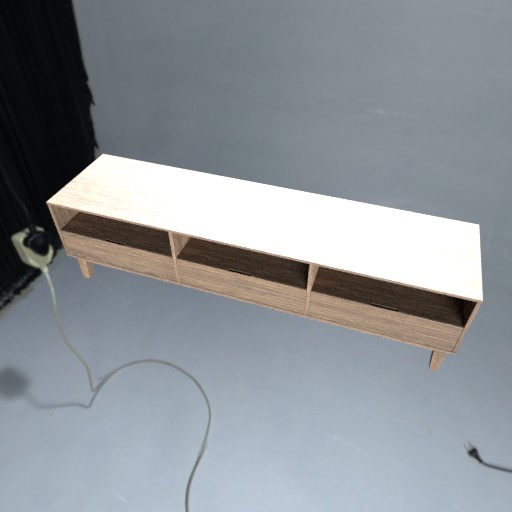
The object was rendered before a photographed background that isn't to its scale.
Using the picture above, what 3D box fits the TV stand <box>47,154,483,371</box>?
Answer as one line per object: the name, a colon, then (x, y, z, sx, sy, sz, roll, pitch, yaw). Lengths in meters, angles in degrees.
TV stand: (0.000, 0.000, 1.697, 1.482, 0.409, 0.366, 13, 44, 14)
